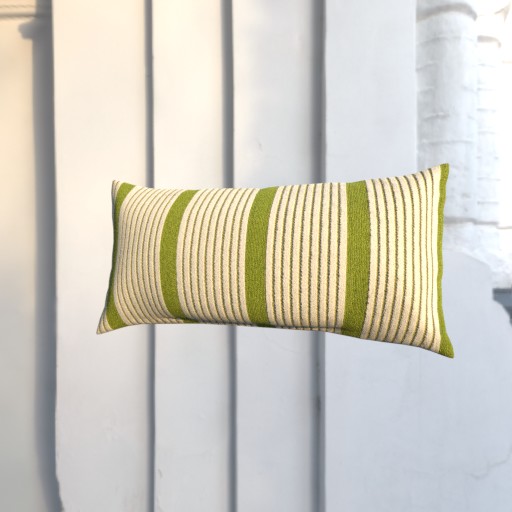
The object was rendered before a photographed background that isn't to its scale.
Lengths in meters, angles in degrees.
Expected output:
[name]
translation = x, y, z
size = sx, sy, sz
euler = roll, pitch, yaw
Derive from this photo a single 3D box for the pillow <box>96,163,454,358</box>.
[pillow]
translation = 0.000, 0.000, 0.744
size = 0.608, 0.292, 0.156
euler = 0, 1, 18
